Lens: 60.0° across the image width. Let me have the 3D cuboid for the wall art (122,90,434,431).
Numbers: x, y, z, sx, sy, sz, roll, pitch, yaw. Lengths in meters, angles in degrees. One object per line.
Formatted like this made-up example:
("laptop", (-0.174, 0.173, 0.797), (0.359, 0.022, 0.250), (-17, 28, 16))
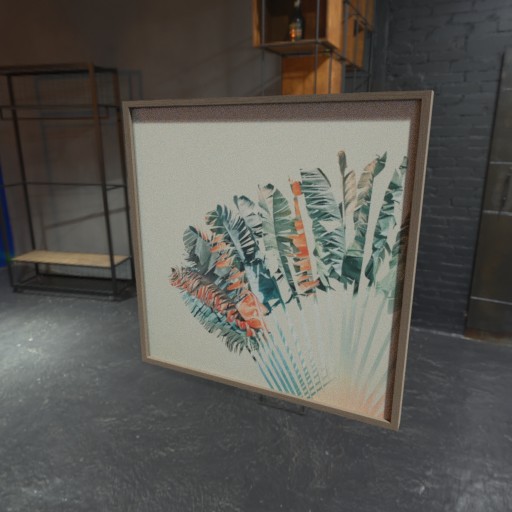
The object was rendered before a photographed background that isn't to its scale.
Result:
("wall art", (0.000, 0.000, 1.121), (0.761, 0.758, 0.038), (8, 17, 25))
